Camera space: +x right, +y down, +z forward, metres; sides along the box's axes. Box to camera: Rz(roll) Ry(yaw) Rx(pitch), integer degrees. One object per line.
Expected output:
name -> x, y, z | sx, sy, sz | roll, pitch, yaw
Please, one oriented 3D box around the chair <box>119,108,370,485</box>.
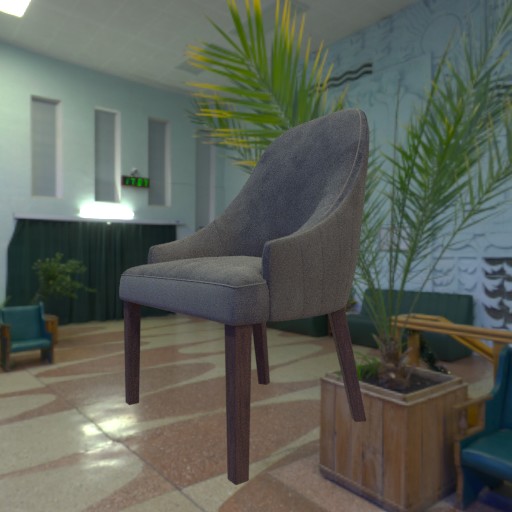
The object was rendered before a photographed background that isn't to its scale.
chair -> 0.000, 0.000, 1.260 | 0.575, 0.889, 0.643 | 0, 0, -36
